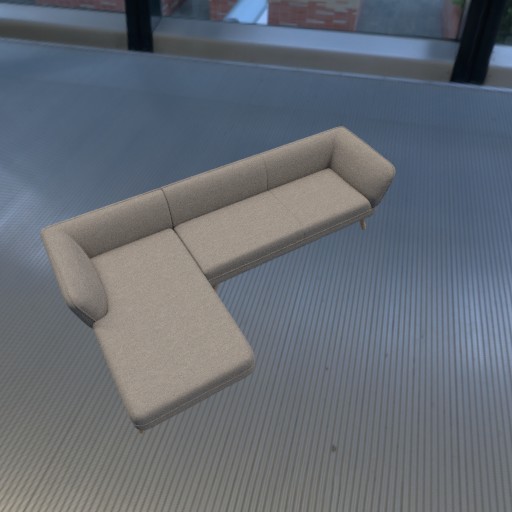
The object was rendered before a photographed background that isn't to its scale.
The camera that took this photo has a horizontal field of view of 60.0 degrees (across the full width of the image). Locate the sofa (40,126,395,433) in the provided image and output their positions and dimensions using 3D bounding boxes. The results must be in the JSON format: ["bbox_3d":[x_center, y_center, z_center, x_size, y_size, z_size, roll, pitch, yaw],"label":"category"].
[{"bbox_3d":[0.000,0.000,3.329,2.653,0.693,1.532,-23,52,-20],"label":"sofa"}]
